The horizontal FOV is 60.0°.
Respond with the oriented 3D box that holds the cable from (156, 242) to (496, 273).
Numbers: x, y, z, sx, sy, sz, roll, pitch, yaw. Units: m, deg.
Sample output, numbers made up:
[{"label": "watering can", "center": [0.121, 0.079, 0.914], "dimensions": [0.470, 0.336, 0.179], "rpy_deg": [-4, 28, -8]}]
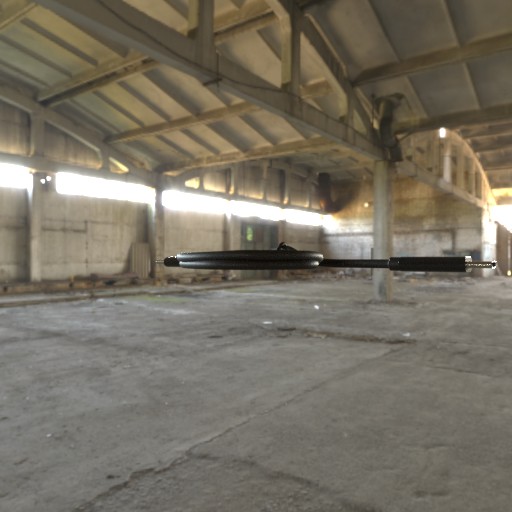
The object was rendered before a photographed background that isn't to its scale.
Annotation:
[{"label": "cable", "center": [0.000, 0.000, 0.202], "dimensions": [0.186, 0.014, 0.070], "rpy_deg": [0, 0, 36]}]
